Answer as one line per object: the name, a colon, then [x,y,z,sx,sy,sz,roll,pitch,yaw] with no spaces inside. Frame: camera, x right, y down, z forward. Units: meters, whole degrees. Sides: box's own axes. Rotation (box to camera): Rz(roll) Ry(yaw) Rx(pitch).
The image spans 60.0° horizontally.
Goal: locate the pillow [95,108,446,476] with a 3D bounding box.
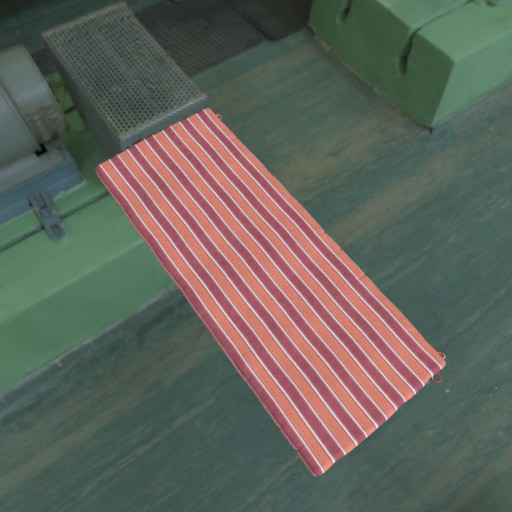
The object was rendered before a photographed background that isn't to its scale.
pillow: [0.000,0.000,1.344,0.492,0.081,1.187,-34,68,-15]
